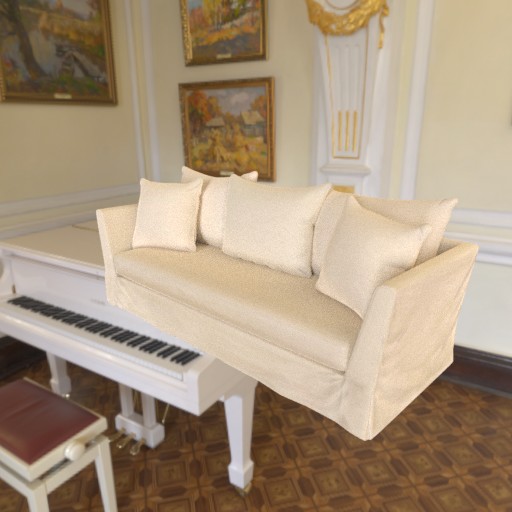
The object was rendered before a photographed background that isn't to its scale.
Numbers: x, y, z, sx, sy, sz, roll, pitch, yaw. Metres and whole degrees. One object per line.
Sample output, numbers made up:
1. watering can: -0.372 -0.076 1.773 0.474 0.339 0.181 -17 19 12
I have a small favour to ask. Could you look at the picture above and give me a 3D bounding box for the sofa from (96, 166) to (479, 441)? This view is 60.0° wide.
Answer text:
1. sofa: 0.000 0.000 2.983 2.484 1.042 1.030 15 22 42
